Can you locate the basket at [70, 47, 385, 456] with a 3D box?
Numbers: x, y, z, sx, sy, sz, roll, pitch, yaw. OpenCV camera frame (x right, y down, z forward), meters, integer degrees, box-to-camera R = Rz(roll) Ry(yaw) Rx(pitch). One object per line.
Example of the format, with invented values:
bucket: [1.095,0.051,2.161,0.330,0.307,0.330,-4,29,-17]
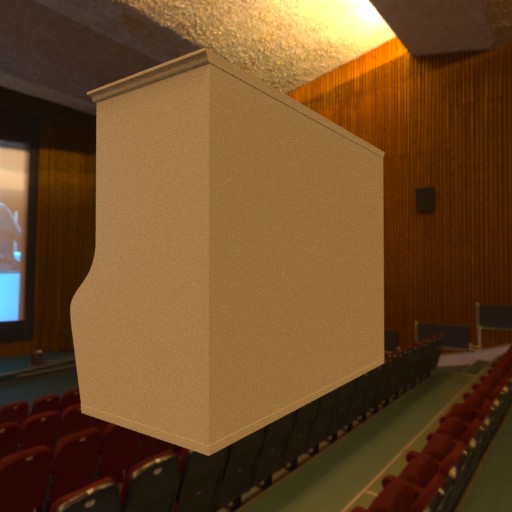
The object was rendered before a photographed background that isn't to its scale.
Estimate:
basket: [0.000,0.000,1.105,0.376,0.625,0.792,-1,-1,36]
